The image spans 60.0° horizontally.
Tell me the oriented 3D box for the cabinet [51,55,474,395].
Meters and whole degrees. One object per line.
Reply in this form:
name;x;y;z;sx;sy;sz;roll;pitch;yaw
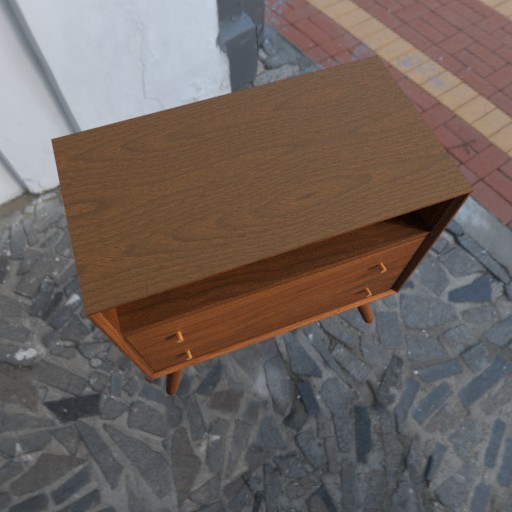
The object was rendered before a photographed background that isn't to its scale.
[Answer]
cabinet;0.000;0.000;1.165;0.712;0.748;0.388;-18;64;-9
